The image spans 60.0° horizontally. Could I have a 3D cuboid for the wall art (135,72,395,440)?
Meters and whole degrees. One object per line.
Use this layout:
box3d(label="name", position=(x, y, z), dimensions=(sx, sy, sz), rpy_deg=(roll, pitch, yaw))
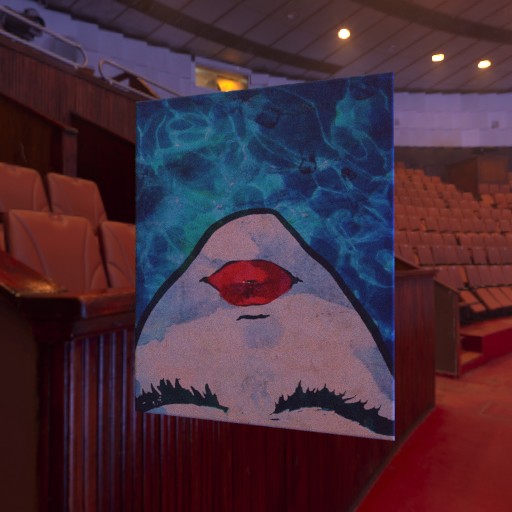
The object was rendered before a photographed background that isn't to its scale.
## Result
box3d(label="wall art", position=(0.000, 0.000, 0.854), dimensions=(0.508, 0.635, 0.038), rpy_deg=(0, 0, 17))
